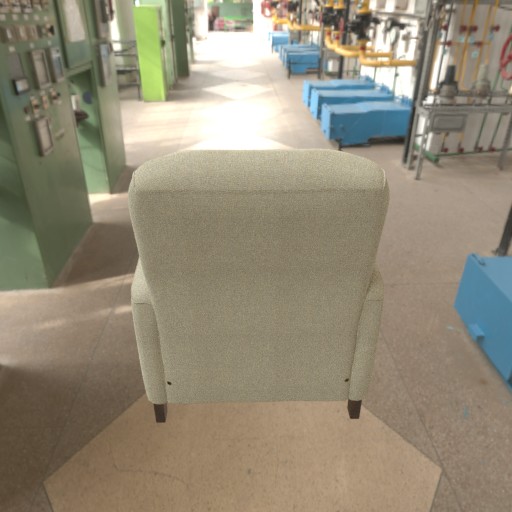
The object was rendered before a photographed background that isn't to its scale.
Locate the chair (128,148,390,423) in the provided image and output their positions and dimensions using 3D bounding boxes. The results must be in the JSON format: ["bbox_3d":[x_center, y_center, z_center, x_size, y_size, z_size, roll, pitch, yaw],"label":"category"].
[{"bbox_3d":[0.000,0.000,1.674,0.850,1.006,0.853,-1,30,-1],"label":"chair"}]
